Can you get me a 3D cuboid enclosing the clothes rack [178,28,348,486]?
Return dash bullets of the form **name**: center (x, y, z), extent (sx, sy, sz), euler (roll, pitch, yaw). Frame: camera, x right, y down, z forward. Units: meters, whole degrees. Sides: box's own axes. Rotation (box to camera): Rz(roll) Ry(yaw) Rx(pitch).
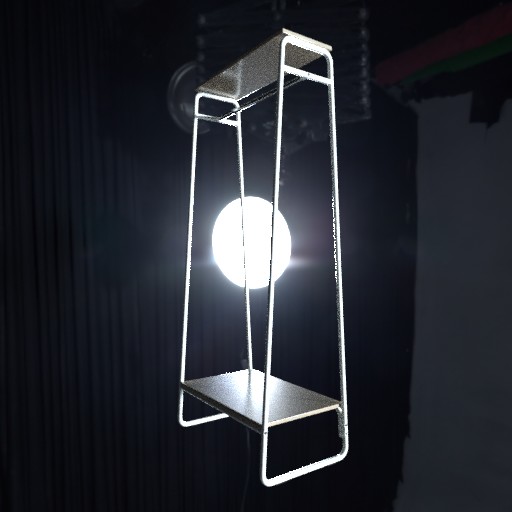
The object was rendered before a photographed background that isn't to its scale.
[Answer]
- **clothes rack**: center (0.000, 0.000, 1.797), extent (0.400, 1.512, 0.640), euler (0, 0, -35)
